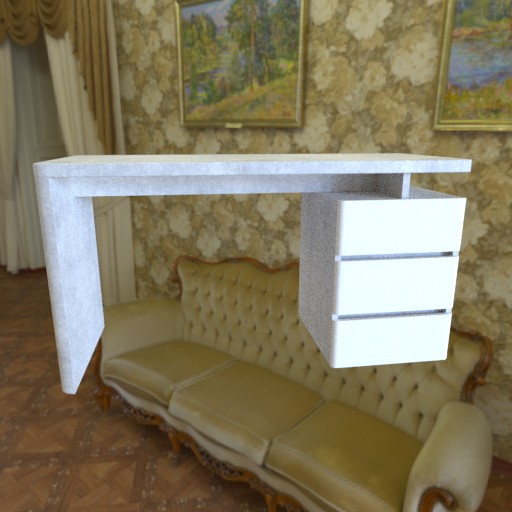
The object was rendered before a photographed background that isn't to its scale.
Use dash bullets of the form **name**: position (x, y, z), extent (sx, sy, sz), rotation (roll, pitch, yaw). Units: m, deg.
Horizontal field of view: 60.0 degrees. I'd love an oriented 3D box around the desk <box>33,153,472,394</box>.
- **desk**: position (0.000, 0.000, 1.732), extent (1.400, 0.755, 0.550), rotation (-2, 15, -8)
